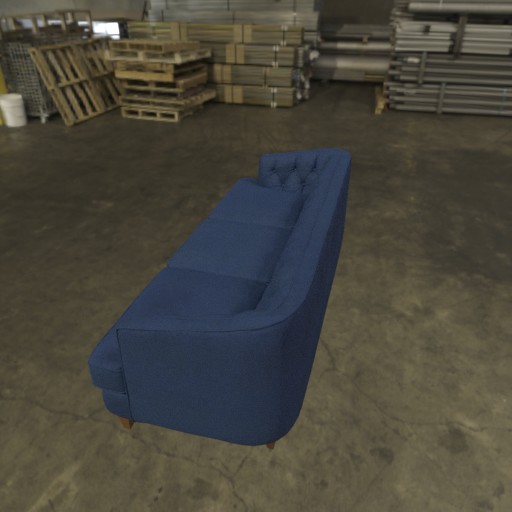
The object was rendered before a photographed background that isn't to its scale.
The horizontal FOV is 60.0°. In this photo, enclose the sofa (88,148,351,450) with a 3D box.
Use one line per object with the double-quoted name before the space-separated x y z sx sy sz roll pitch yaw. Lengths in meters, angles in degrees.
"sofa" 0.000 0.000 2.754 0.941 0.855 2.278 8 32 14
